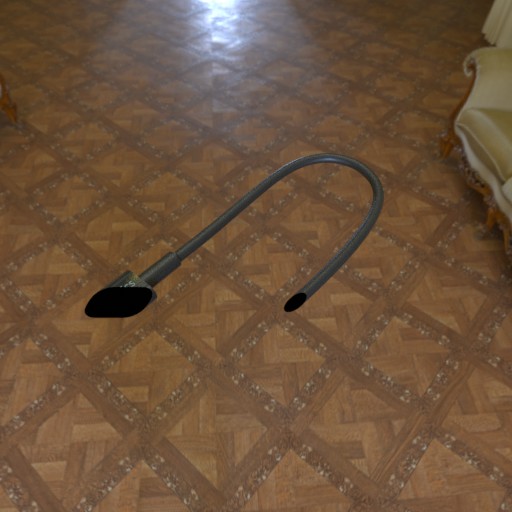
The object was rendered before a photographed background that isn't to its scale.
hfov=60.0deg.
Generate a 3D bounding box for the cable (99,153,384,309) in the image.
[{"bbox_3d":[0.000,0.000,0.109,0.040,0.006,0.098,32,56,25],"label":"cable"}]
